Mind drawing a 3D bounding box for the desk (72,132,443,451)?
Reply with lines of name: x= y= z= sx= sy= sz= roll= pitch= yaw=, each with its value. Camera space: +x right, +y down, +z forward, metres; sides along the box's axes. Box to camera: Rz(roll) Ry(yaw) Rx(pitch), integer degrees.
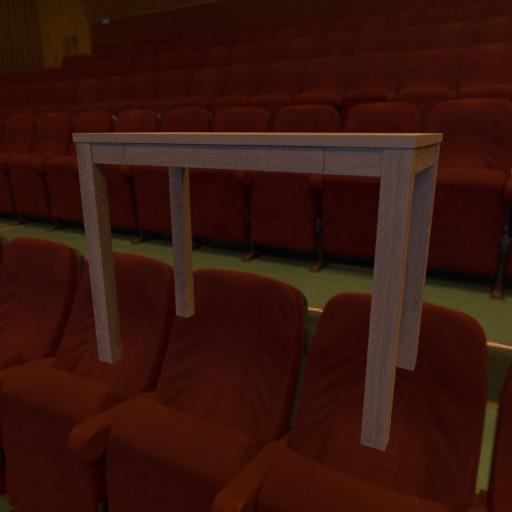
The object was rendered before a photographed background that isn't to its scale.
desk: x=0.000 y=0.000 z=1.429 sx=0.991 sy=0.762 sz=0.495 roll=8 pitch=18 yaw=27
